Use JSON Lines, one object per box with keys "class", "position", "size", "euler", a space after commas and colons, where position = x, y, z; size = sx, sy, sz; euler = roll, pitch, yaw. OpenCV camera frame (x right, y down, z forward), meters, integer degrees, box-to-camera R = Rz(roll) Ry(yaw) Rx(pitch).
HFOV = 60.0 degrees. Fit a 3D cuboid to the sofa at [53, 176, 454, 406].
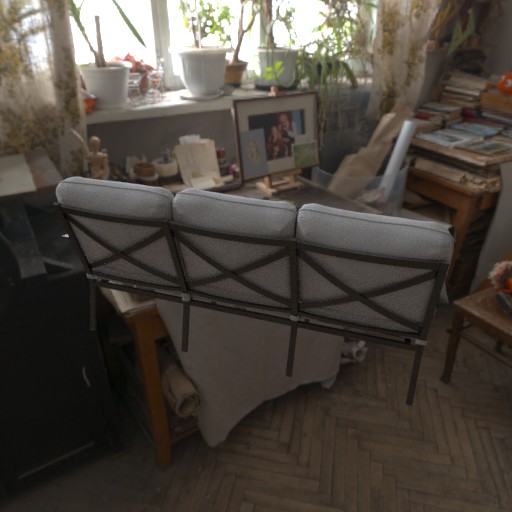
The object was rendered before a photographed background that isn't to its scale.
{"class": "sofa", "position": [0.000, 0.000, 2.236], "size": [1.740, 0.860, 0.787], "euler": [9, 31, 16]}
